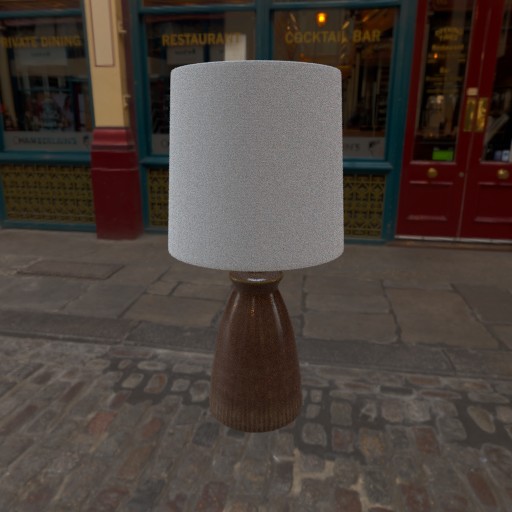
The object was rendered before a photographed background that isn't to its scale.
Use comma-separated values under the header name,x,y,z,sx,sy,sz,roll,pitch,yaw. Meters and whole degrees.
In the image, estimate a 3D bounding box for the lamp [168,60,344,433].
name,x,y,z,sx,sy,sz,roll,pitch,yaw
lamp,0.000,0.000,0.483,0.186,0.369,0.186,0,15,0
